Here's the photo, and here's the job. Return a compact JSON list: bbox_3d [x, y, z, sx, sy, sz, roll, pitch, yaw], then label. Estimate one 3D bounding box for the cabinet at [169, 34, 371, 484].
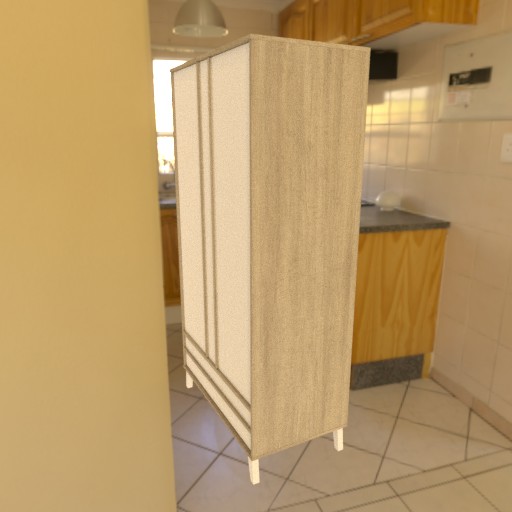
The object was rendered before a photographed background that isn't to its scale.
[{"bbox_3d":[0.000,0.000,2.442,0.571,1.999,1.006,-8,17,-27],"label":"cabinet"}]
